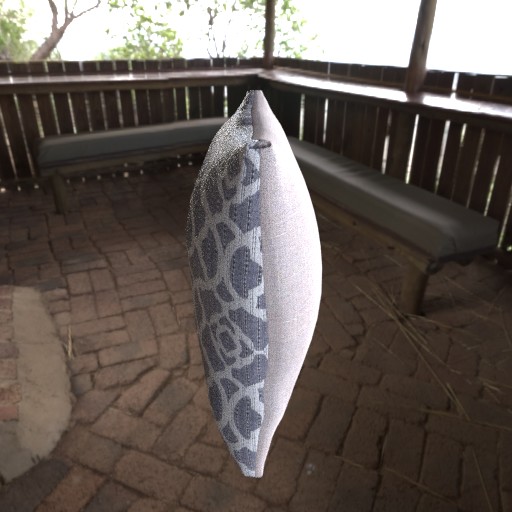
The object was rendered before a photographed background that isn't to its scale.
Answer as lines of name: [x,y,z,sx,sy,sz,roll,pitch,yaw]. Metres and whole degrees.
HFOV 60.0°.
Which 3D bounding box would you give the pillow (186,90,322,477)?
pillow: [0.000,0.000,0.770,0.215,0.498,0.508,0,26,-1]
